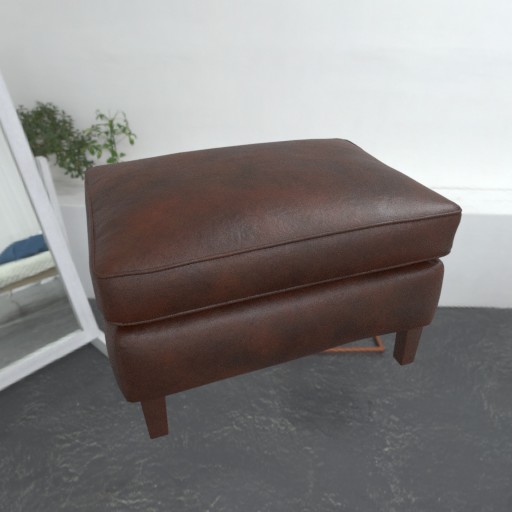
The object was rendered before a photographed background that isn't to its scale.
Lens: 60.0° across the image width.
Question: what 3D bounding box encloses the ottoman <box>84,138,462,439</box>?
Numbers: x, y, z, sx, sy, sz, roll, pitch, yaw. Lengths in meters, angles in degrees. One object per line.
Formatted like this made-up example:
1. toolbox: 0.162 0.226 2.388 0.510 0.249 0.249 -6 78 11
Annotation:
1. ottoman: 0.000 0.000 0.975 0.665 0.432 0.501 -11 33 -17
